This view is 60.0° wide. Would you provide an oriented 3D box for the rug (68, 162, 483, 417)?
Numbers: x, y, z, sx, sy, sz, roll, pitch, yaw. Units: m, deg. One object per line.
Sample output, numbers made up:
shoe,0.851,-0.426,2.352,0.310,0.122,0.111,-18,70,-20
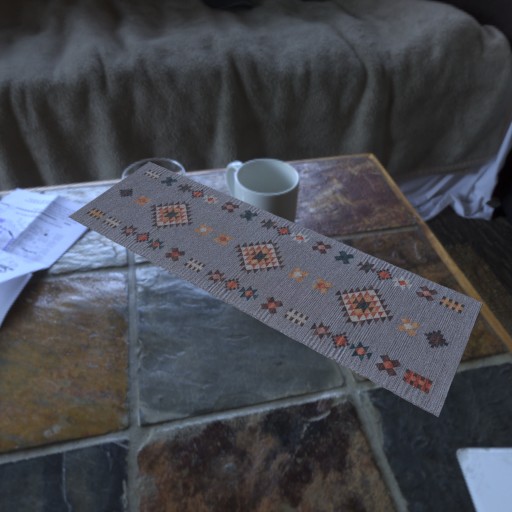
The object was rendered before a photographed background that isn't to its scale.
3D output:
rug,0.000,0.000,2.639,2.432,0.008,0.766,25,51,23
